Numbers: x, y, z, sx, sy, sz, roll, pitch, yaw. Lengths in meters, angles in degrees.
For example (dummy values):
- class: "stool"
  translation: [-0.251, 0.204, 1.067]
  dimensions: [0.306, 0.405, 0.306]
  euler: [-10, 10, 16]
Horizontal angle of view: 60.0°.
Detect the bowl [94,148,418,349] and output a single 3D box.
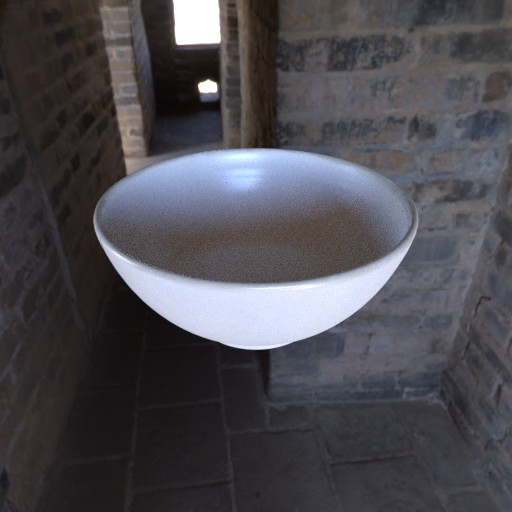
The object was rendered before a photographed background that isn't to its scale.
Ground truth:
- class: "bowl"
  translation: [0.000, 0.000, 0.413]
  dimensions: [0.268, 0.121, 0.268]
  euler: [0, 31, 0]
